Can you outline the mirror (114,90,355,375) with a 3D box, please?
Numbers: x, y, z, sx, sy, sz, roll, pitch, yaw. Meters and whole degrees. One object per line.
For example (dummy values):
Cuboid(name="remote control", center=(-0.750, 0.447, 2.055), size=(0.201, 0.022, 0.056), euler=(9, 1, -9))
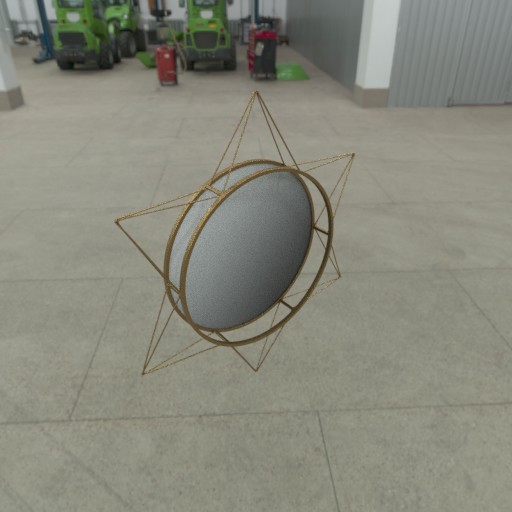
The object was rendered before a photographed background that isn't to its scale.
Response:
Cuboid(name="mirror", center=(0.000, 0.000, 0.817), size=(0.498, 0.581, 0.062), euler=(-22, 37, -32))
